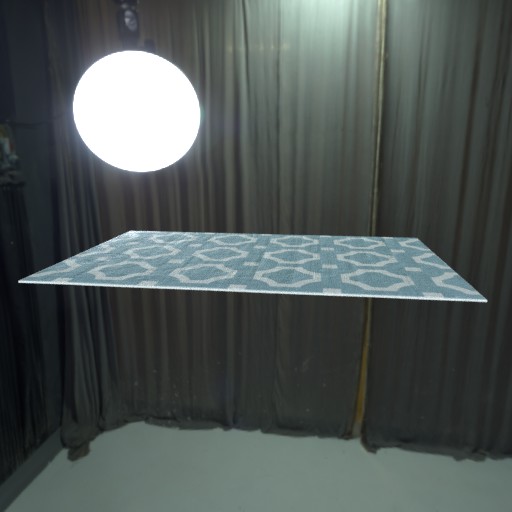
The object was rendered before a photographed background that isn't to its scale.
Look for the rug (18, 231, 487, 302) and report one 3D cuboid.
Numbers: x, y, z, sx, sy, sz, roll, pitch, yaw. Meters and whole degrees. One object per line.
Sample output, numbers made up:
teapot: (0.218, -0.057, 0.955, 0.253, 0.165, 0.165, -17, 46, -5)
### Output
rug: (0.000, 0.000, 3.017, 2.443, 0.015, 1.528, 2, 14, 7)
